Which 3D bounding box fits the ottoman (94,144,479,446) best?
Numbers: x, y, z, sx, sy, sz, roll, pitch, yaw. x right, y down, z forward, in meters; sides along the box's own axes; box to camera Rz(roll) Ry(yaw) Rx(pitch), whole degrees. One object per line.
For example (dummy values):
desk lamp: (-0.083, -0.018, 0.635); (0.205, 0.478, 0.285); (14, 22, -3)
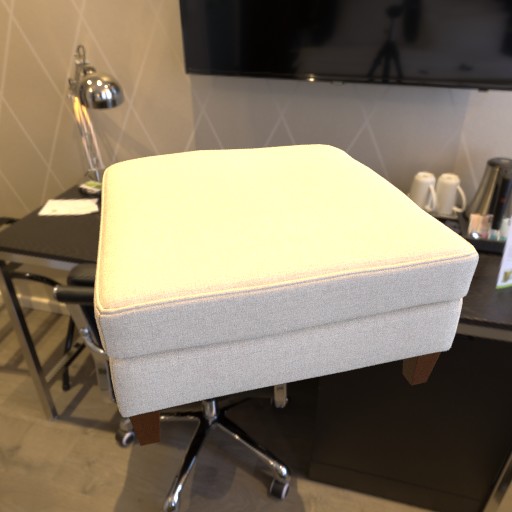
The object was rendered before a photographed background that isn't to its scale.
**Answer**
ottoman: (0.000, 0.000, 1.321); (0.838, 0.478, 0.838); (-8, 32, -13)
